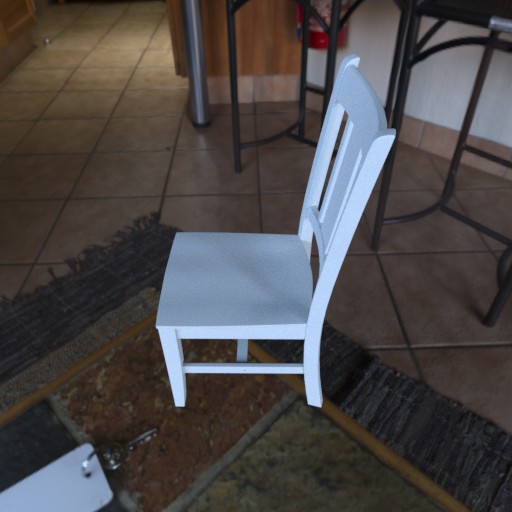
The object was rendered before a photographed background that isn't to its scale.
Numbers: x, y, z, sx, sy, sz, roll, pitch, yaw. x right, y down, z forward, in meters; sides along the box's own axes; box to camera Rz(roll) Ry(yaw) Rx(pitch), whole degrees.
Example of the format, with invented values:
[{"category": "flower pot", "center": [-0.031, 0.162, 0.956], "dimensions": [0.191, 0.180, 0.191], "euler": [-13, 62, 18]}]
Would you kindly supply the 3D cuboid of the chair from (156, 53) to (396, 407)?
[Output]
[{"category": "chair", "center": [0.000, 0.000, 1.305], "dimensions": [0.555, 0.998, 0.450], "euler": [0, 42, 0]}]
